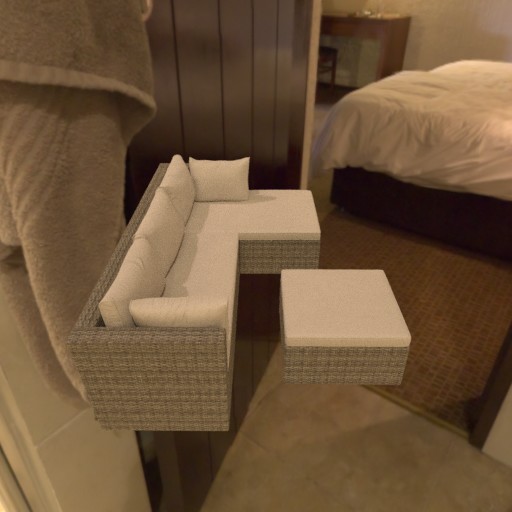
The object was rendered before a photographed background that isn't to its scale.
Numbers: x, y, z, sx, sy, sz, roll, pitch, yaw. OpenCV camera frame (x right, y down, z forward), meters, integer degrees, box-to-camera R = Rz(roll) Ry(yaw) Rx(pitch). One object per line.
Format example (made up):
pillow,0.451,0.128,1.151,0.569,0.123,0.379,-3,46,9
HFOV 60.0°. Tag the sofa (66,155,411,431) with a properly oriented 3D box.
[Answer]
sofa,0.000,0.000,2.991,1.662,0.766,2.192,0,32,0
